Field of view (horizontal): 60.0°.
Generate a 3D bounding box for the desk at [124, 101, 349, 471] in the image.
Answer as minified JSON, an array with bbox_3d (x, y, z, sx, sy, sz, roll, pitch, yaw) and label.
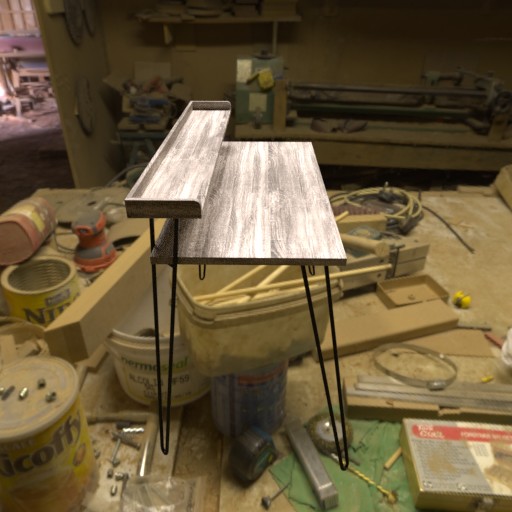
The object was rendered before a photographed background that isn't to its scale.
[{"bbox_3d":[0.000,0.000,1.647,0.605,0.899,1.135,0,31,1],"label":"desk"}]
